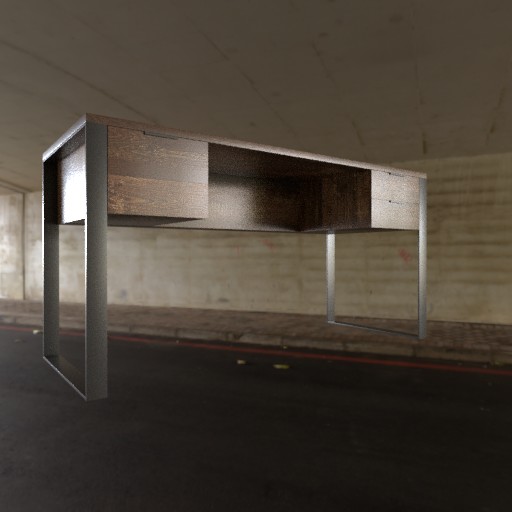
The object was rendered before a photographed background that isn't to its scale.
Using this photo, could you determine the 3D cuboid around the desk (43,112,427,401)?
[{"bbox_3d":[0.000,0.000,1.852,1.524,0.762,0.599,0,0,-36],"label":"desk"}]
